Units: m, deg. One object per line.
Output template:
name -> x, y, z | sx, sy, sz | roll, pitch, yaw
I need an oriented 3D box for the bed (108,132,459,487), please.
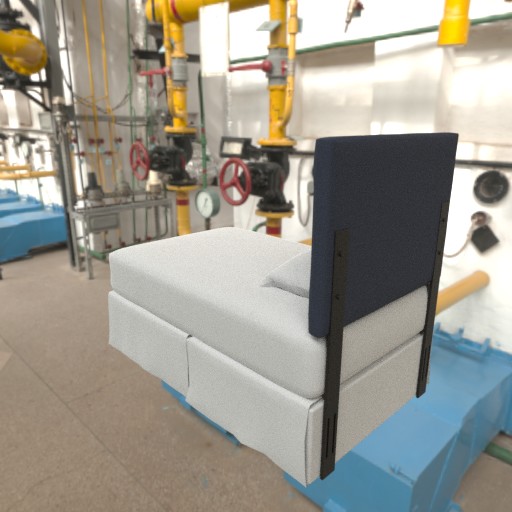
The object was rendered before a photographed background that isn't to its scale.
bed -> 0.000, 0.000, 2.888 | 1.261, 1.571, 1.997 | -16, 23, -41
